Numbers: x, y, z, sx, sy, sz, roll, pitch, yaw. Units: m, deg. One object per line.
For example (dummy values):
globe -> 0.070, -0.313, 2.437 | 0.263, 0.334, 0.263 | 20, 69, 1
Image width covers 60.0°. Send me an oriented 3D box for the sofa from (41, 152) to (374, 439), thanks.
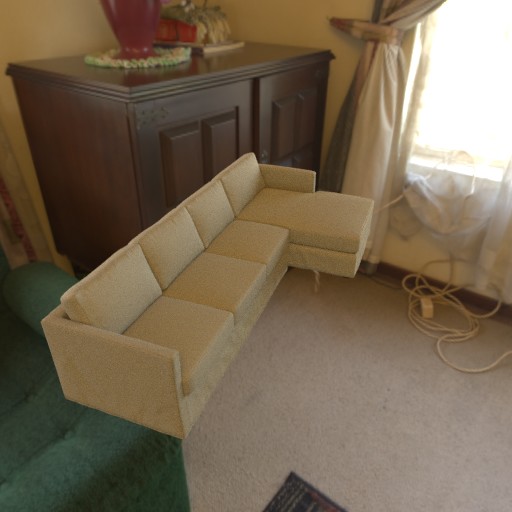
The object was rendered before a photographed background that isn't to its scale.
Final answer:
sofa -> 0.000, 0.000, 3.852 | 1.622, 0.867, 3.177 | 11, 33, 18
